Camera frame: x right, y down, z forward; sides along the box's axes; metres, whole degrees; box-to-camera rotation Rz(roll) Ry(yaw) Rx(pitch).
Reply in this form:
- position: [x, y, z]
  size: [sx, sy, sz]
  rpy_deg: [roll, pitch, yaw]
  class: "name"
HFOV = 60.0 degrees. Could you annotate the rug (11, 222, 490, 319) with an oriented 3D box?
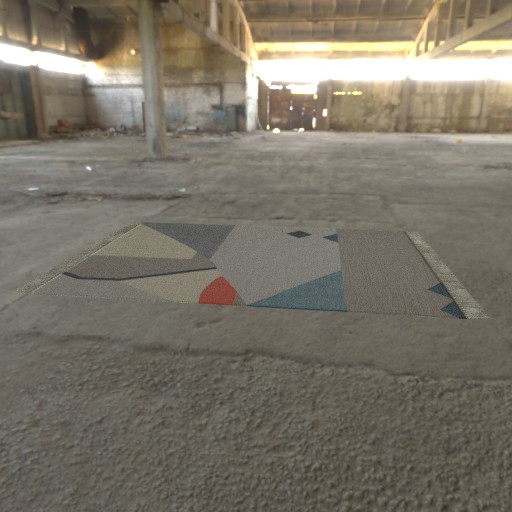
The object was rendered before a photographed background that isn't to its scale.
- position: [0.000, 0.000, 2.236]
  size: [1.828, 0.005, 1.220]
  rpy_deg: [2, 18, 7]
  class: "rug"
